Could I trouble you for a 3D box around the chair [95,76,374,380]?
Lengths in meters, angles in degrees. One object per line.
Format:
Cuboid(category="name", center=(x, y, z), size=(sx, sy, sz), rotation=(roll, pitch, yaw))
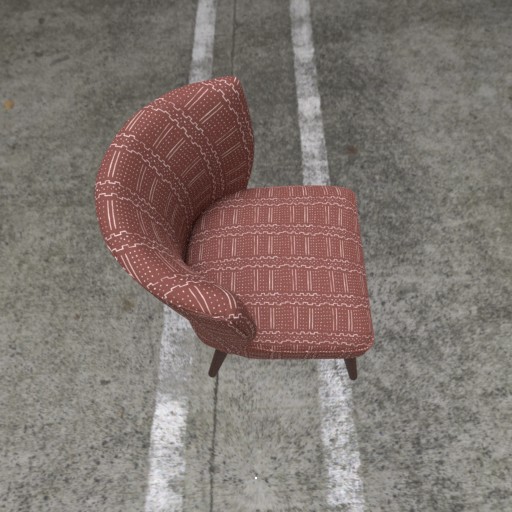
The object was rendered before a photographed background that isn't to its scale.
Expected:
Cuboid(category="chair", center=(0.000, 0.000, 1.421), size=(0.758, 0.866, 0.706), rotation=(-1, 63, 0))
